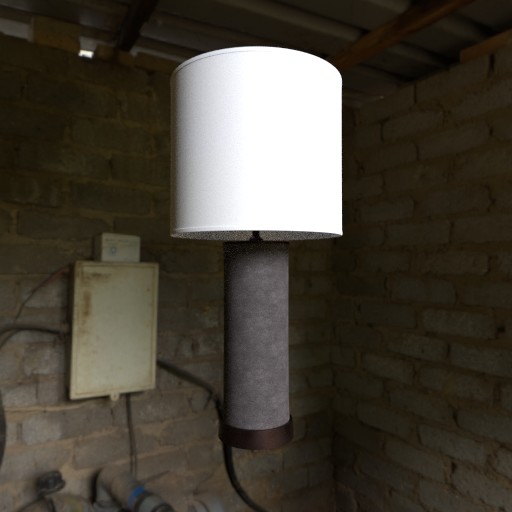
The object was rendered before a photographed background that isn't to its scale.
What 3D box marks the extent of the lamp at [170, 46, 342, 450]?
[{"bbox_3d":[0.000,0.000,0.788,0.301,0.630,0.301,0,-1,19],"label":"lamp"}]
